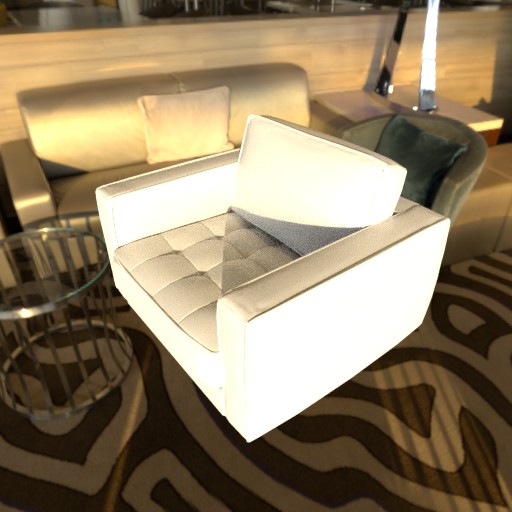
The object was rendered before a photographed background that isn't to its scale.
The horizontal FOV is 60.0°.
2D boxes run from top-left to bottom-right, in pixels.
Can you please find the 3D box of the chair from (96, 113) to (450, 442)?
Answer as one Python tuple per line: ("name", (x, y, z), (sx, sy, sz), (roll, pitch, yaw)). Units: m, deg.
("chair", (0.000, 0.000, 1.530), (0.843, 0.773, 0.928), (-23, 40, -31))
